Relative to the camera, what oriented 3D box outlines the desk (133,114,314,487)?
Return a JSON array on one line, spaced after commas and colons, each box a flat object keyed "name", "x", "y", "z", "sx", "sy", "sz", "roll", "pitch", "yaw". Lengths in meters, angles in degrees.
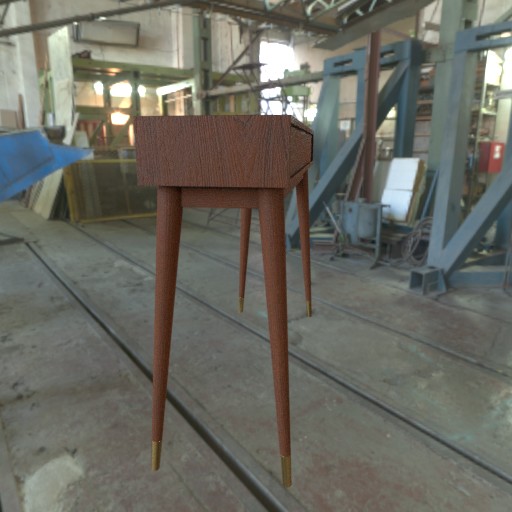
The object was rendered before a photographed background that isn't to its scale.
[{"name": "desk", "x": 0.000, "y": 0.000, "z": 1.631, "sx": 0.384, "sy": 0.917, "sz": 1.204, "roll": 2, "pitch": 14, "yaw": 9}]
